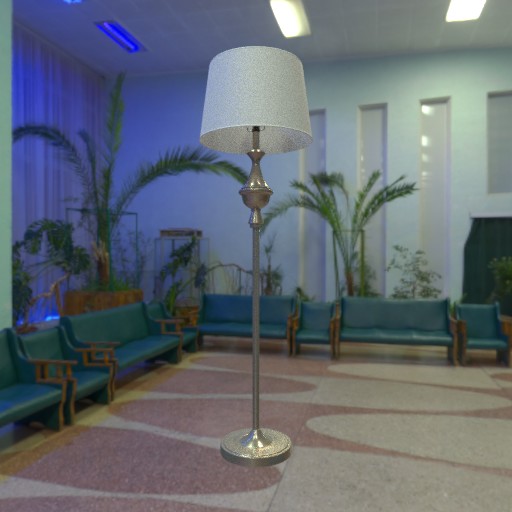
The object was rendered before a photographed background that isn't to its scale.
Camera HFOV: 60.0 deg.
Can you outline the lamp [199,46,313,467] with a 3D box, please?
[{"bbox_3d":[0.000,0.000,1.694,0.431,1.488,0.431,0,0,0],"label":"lamp"}]
